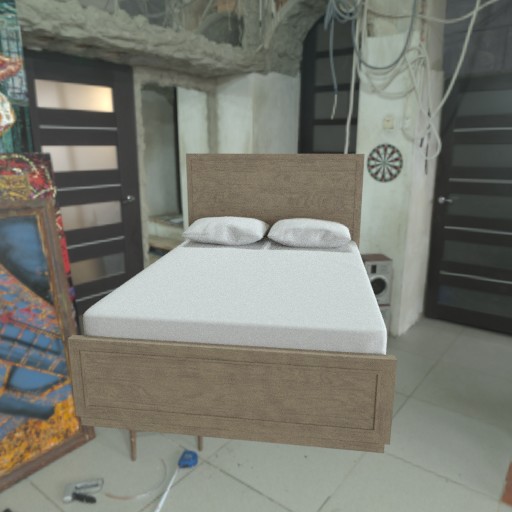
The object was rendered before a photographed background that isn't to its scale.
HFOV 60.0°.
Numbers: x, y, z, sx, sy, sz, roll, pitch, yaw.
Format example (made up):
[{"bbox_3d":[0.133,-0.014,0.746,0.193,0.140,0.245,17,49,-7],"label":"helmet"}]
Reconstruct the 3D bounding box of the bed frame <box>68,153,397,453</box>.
[{"bbox_3d":[0.000,0.000,3.125,1.606,1.369,2.189,2,14,8],"label":"bed frame"}]
